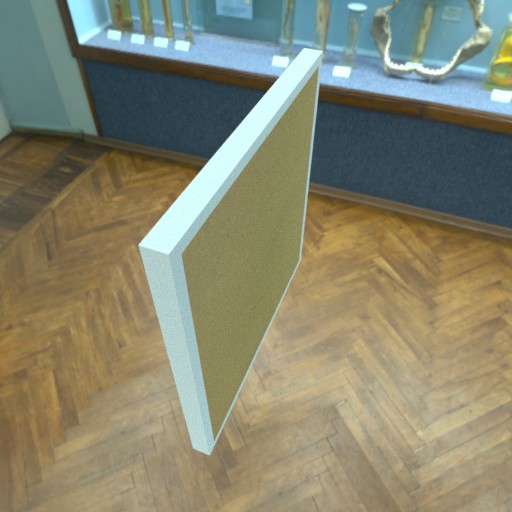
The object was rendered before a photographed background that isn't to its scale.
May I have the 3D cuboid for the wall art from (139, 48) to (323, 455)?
[{"bbox_3d":[0.000,0.000,0.460,0.020,0.307,0.307,16,48,15],"label":"wall art"}]
